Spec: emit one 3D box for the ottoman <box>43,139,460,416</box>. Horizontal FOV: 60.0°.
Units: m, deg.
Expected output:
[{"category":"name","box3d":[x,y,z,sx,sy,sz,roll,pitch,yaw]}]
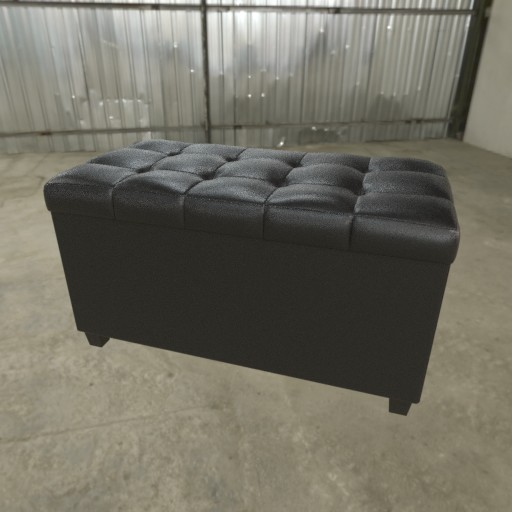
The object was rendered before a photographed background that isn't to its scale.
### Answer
[{"category":"ottoman","box3d":[0.000,0.000,1.097,0.838,0.470,0.432,8,28,16]}]
